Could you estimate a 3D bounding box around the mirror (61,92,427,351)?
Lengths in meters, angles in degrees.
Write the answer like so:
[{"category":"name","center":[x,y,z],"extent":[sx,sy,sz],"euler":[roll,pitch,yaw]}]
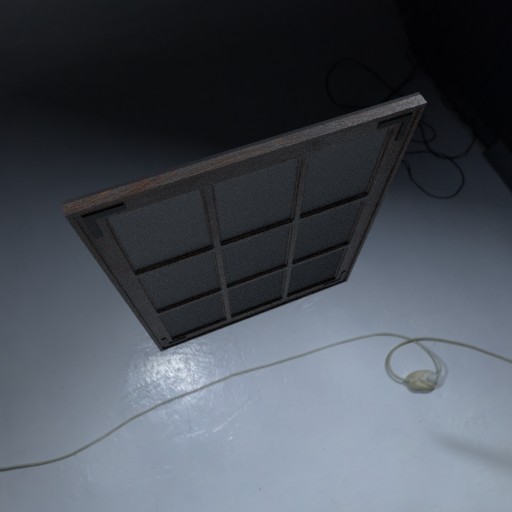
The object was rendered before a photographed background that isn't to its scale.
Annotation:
[{"category":"mirror","center":[0.000,0.000,1.231],"extent":[0.730,0.882,0.032],"euler":[-19,64,-10]}]
